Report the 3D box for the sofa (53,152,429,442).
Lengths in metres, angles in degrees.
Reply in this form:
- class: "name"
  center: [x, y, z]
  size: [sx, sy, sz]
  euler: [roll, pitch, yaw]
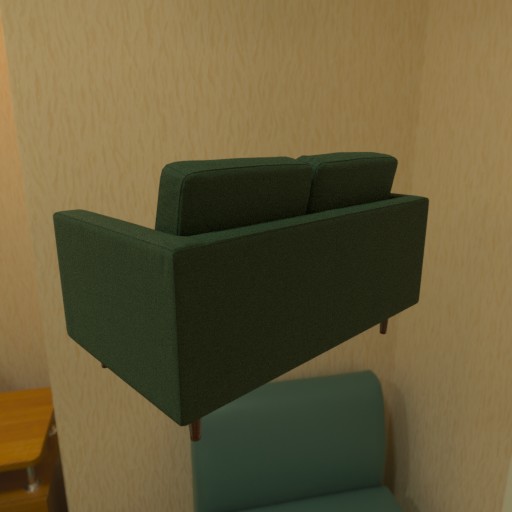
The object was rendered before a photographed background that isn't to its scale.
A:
- class: "sofa"
  center: [0.000, 0.000, 1.976]
  size: [1.430, 0.899, 0.879]
  euler: [-14, 21, -42]
